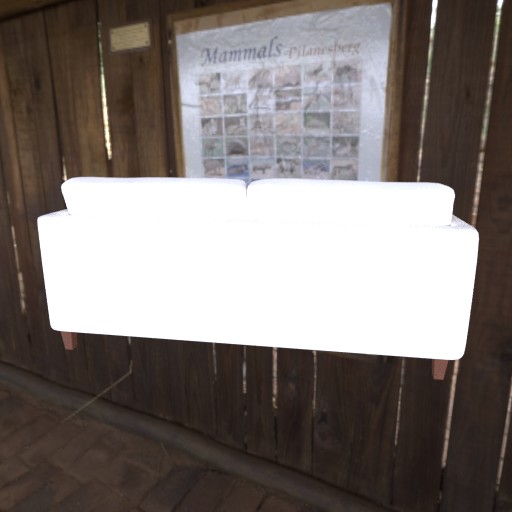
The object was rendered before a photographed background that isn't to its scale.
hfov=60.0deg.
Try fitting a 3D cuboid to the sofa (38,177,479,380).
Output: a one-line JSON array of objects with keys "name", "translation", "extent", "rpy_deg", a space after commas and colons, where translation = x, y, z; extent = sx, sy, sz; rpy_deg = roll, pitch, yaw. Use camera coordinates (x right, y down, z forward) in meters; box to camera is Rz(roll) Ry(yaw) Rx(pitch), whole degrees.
[{"name": "sofa", "translation": [0.000, 0.000, 2.570], "extent": [2.139, 0.933, 0.924], "rpy_deg": [2, 15, 9]}]
